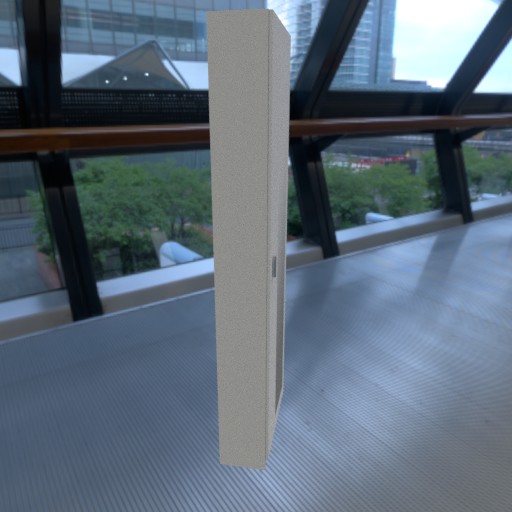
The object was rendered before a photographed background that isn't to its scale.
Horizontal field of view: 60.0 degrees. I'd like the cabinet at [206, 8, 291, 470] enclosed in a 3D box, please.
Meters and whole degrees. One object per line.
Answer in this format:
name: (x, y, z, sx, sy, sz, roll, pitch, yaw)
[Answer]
cabinet: (0.000, 0.000, 1.908, 0.230, 1.790, 0.500, 3, 18, 10)
